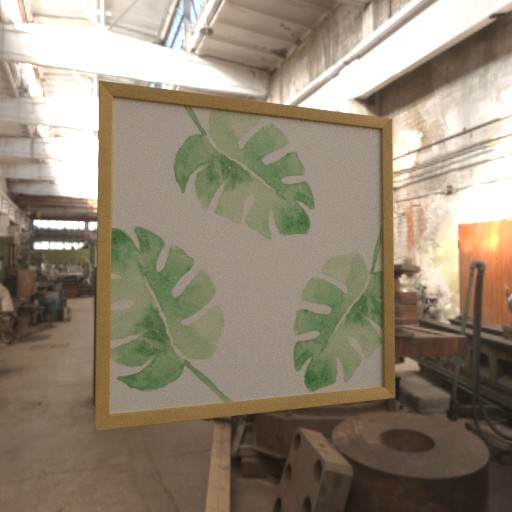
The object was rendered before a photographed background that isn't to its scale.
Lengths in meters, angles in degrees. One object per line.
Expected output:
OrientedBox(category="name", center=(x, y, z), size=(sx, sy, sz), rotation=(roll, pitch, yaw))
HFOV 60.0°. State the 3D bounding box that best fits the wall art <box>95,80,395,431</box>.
OrientedBox(category="wall art", center=(0.000, 0.000, 0.451), size=(0.305, 0.305, 0.038), rotation=(1, -2, -19))
